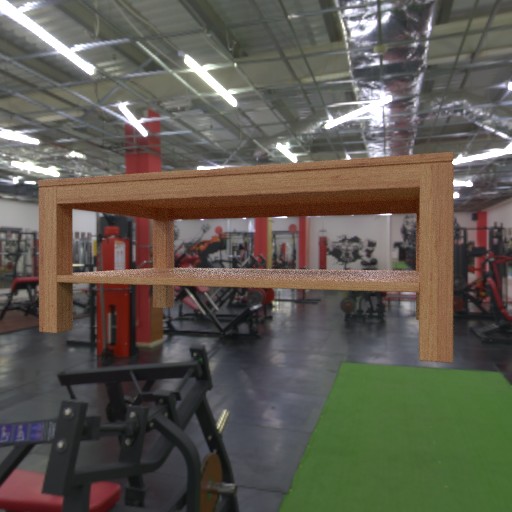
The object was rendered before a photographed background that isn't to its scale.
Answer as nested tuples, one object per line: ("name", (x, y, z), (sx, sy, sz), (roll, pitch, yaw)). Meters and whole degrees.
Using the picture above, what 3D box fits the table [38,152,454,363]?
("table", (0.000, 0.000, 1.474), (1.146, 0.457, 0.695), (0, 0, 19))
